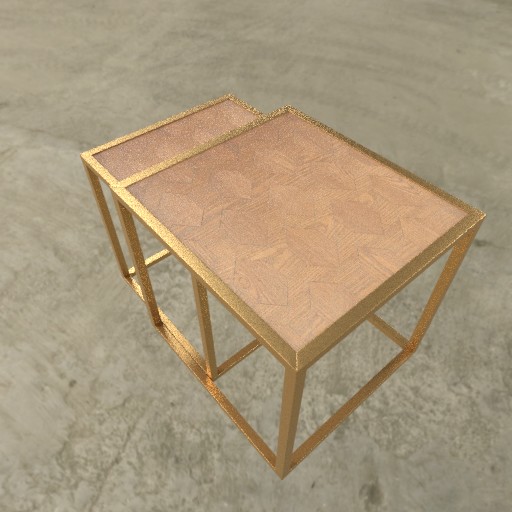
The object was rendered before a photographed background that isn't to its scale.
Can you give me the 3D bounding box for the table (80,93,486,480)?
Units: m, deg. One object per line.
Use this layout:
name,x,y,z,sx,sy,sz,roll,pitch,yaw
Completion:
table,0.000,0.000,1.111,0.505,0.505,0.762,-33,55,-26
